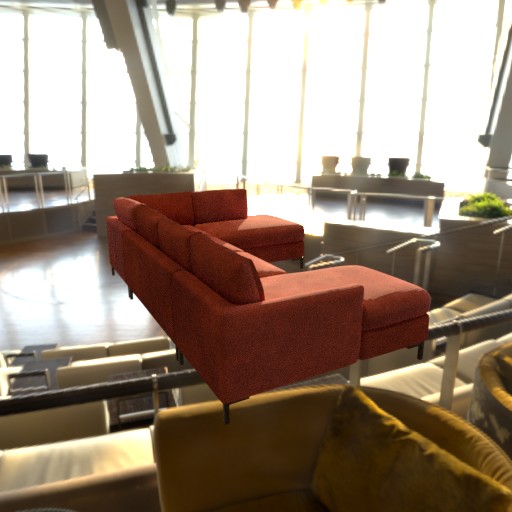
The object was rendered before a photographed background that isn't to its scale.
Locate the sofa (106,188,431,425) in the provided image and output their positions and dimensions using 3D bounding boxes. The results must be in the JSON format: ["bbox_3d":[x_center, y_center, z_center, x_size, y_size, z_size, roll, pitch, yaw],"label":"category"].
[{"bbox_3d":[0.000,0.000,3.836,1.981,0.858,2.971,-8,17,-27],"label":"sofa"}]
